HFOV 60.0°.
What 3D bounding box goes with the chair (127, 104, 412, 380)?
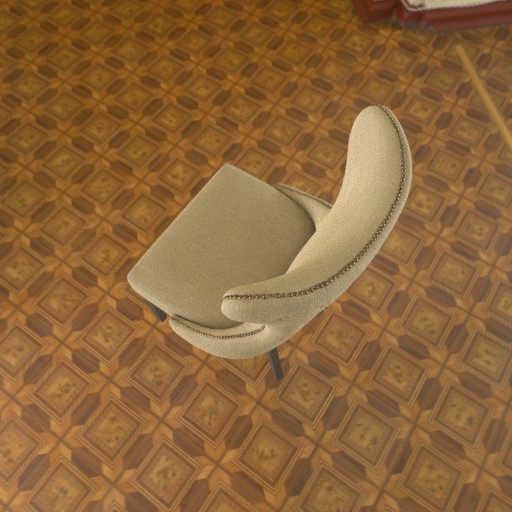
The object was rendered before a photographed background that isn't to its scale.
[{"bbox_3d":[0.000,0.000,1.366,0.635,0.967,0.628,31,68,14],"label":"chair"}]
